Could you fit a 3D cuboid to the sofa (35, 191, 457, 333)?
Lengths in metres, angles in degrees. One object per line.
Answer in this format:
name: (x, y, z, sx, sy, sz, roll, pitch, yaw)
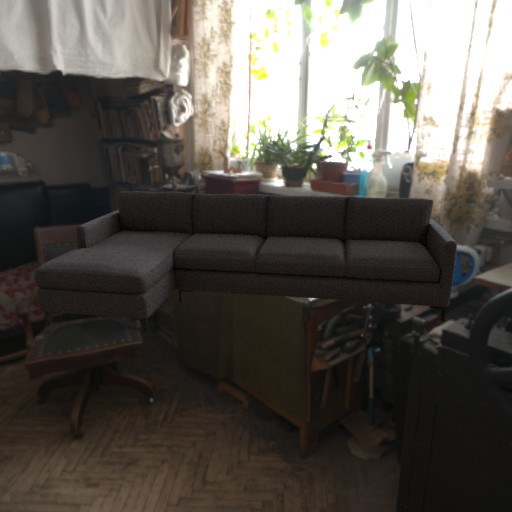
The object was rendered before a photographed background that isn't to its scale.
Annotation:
sofa: (0.000, 0.000, 3.220, 2.731, 0.754, 1.258, 3, 17, 9)
